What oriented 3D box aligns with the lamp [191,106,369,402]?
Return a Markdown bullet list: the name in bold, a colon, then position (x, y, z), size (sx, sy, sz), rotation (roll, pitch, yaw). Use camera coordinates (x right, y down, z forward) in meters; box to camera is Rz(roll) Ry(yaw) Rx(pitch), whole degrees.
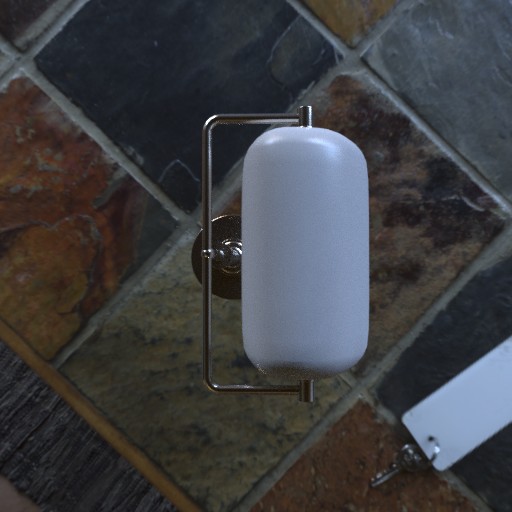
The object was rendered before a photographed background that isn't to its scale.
- **lamp**: position (0.000, 0.000, 0.562), size (0.227, 0.404, 0.269), rotation (0, 89, 1)
